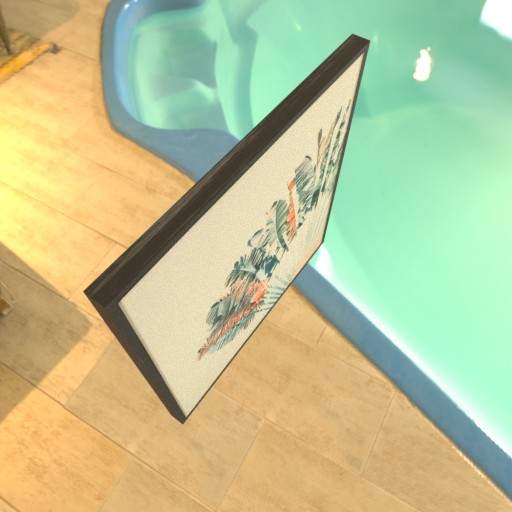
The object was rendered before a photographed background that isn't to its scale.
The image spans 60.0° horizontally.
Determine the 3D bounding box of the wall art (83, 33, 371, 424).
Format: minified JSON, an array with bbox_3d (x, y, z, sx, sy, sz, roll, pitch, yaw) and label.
[{"bbox_3d":[0.000,0.000,1.095,0.043,0.758,0.762,31,63,18],"label":"wall art"}]
